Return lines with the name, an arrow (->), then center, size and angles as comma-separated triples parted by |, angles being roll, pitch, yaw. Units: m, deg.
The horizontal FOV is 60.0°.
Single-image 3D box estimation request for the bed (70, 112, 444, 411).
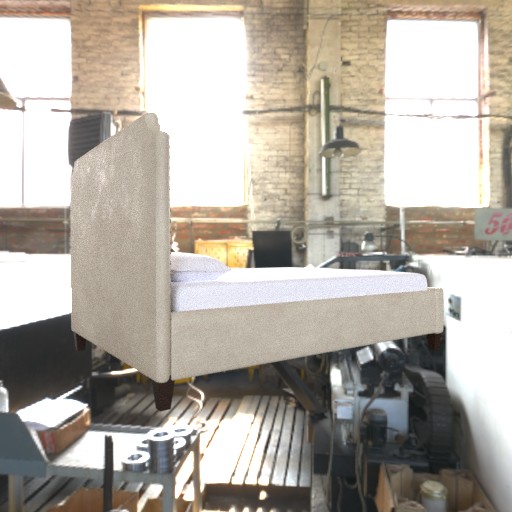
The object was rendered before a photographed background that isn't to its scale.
bed -> 0.000, 0.000, 3.404 | 2.372, 1.443, 1.712 | 0, 1, -35
